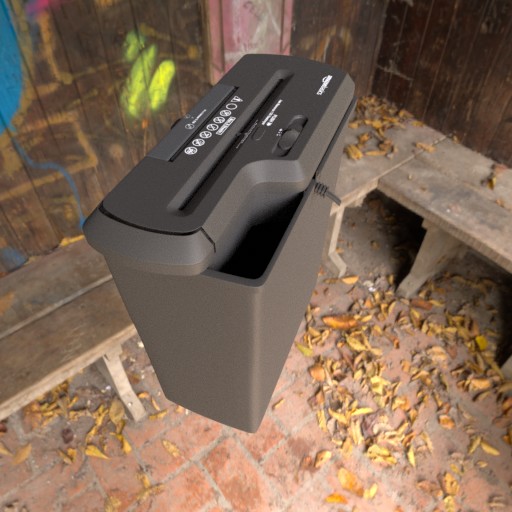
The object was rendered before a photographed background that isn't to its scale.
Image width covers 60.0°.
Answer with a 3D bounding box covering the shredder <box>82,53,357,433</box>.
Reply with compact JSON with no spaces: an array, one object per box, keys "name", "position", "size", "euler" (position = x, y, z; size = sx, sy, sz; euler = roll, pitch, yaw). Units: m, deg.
[{"name":"shredder","position":[0.000,0.000,0.502],"size":[0.170,0.335,0.320],"euler":[17,50,15]}]
